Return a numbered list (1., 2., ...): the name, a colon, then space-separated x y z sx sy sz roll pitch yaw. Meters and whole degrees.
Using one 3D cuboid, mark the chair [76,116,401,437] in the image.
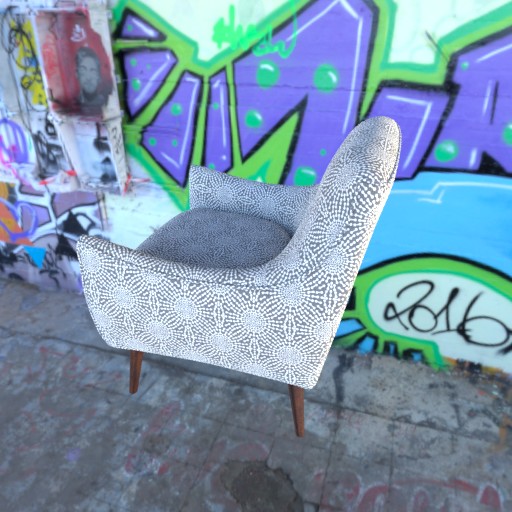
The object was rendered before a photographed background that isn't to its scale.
1. chair: 0.000 0.000 1.436 0.787 0.838 0.762 9 30 15
